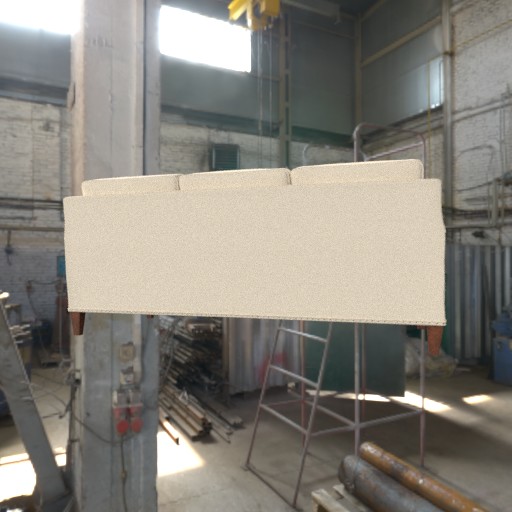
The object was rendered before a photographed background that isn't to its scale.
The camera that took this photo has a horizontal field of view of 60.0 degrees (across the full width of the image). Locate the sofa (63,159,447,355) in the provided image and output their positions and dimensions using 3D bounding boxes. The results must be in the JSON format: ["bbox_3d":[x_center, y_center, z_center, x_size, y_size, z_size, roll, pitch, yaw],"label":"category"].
[{"bbox_3d":[0.000,0.000,2.908,2.246,1.003,1.084,0,-1,17],"label":"sofa"}]
